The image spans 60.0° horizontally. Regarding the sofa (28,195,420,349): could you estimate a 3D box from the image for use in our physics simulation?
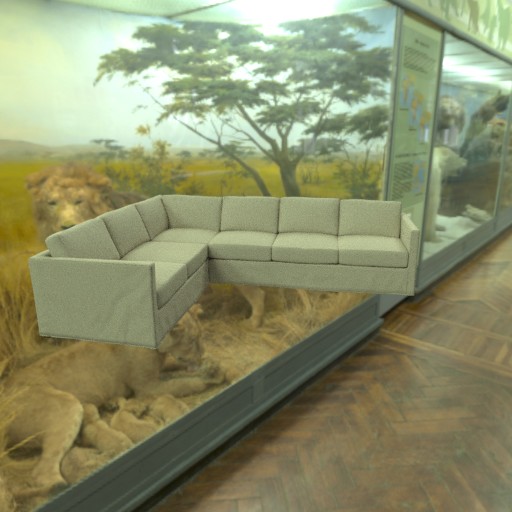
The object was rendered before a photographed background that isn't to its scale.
[{"bbox_3d":[0.000,0.000,4.376,3.182,0.871,2.432,3,17,9],"label":"sofa"}]
